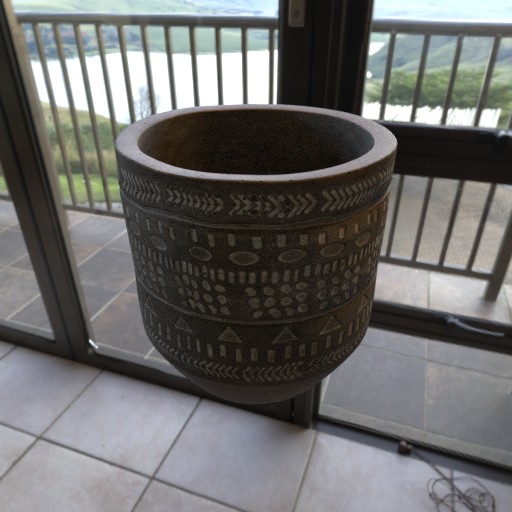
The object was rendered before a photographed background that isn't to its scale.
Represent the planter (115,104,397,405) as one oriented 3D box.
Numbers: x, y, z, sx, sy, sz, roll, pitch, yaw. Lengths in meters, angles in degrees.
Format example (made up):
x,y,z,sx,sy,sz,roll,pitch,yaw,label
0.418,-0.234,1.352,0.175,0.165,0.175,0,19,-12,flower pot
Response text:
x,y,z,sx,sy,sz,roll,pitch,yaw,label
0.000,0.000,0.266,0.142,0.149,0.142,0,31,0,planter
